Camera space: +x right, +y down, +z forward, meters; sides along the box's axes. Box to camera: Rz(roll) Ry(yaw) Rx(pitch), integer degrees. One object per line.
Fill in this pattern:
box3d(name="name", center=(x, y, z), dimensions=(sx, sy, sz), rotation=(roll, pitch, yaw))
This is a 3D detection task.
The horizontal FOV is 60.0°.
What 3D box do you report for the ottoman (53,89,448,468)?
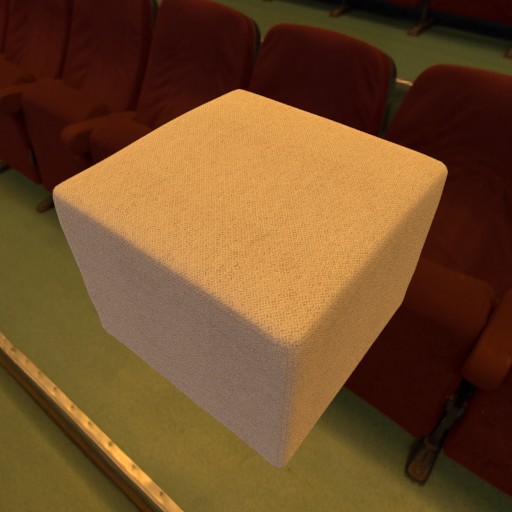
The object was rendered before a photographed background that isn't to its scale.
box3d(name="ottoman", center=(0.000, 0.000, 0.911), dimensions=(0.521, 0.453, 0.512), rotation=(29, 52, 26))
